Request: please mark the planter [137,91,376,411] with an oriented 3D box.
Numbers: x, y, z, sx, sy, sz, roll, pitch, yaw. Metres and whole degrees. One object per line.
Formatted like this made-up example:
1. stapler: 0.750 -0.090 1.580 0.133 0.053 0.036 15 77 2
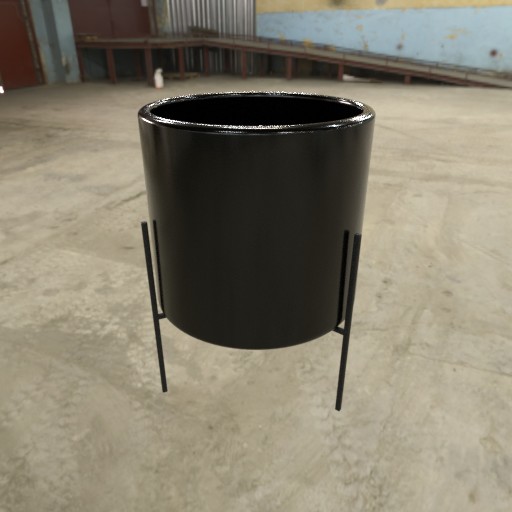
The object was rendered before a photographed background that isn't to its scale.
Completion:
1. planter: 0.000 0.000 0.666 0.310 0.432 0.310 -19 33 -32
